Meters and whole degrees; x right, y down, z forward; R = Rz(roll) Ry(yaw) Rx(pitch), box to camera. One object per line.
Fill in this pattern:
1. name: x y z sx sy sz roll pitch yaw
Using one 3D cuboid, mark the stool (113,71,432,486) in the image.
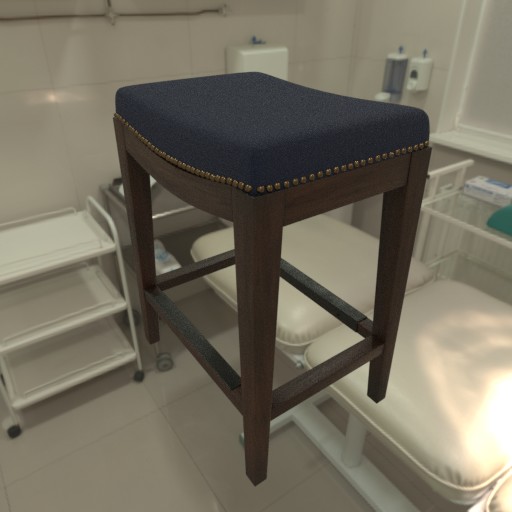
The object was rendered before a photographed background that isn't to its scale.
1. stool: 0.000 0.000 0.922 0.361 0.642 0.500 -20 37 -30
